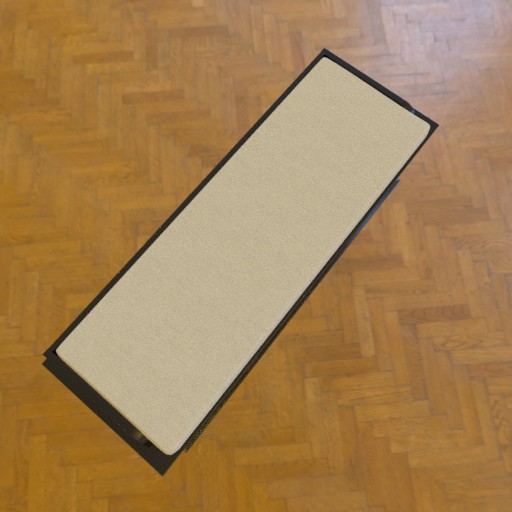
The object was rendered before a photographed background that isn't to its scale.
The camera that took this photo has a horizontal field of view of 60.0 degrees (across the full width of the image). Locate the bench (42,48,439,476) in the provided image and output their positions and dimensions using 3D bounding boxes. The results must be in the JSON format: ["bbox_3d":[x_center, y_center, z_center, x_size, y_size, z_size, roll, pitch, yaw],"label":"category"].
[{"bbox_3d":[0.000,0.000,1.377,0.402,0.501,1.185,38,77,10],"label":"bench"}]
